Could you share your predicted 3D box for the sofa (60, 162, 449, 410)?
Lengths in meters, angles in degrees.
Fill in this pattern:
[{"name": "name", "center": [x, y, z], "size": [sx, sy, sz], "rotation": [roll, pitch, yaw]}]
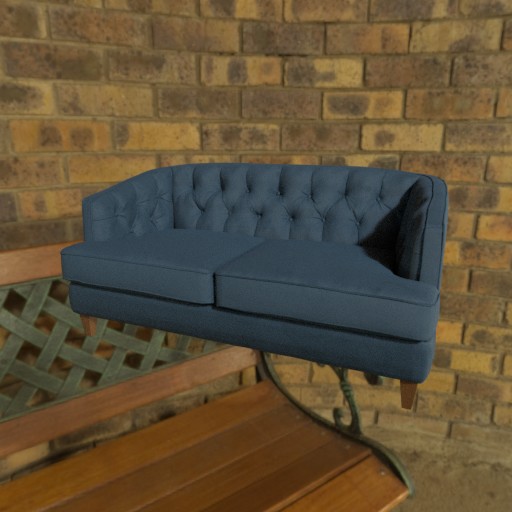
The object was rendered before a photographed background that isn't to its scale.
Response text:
[{"name": "sofa", "center": [0.000, 0.000, 2.216], "size": [1.733, 0.854, 0.941], "rotation": [7, 17, 23]}]
